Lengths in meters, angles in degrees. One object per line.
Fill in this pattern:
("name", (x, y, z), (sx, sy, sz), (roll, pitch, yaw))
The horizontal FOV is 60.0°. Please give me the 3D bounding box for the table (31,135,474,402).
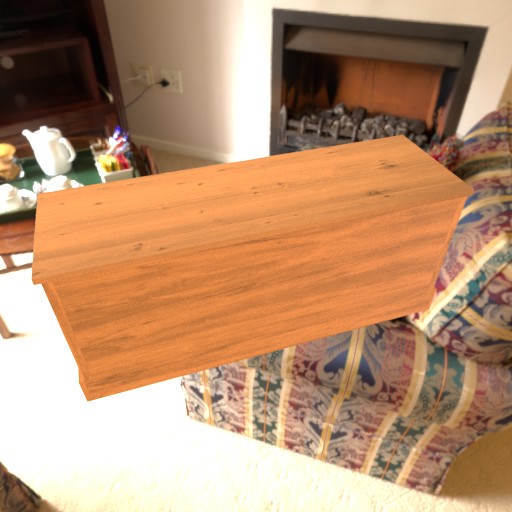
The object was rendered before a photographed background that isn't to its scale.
("table", (0.000, 0.000, 1.452), (1.200, 0.510, 0.400), (-12, 42, -14))
